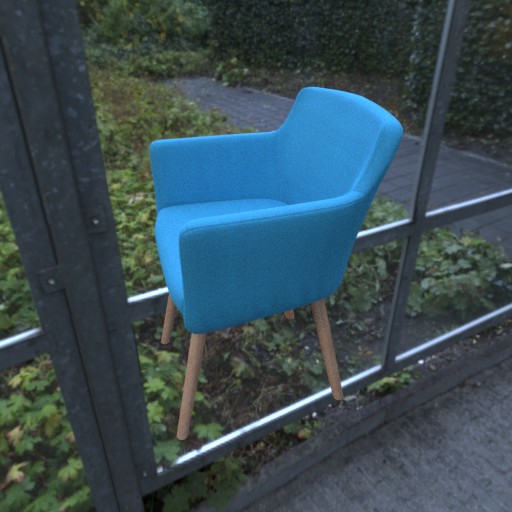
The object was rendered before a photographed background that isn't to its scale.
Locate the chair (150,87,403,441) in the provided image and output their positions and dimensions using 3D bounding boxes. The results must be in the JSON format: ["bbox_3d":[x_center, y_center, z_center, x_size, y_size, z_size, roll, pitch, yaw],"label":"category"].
[{"bbox_3d":[0.000,0.000,1.164,0.540,0.780,0.570,-9,32,-15],"label":"chair"}]
